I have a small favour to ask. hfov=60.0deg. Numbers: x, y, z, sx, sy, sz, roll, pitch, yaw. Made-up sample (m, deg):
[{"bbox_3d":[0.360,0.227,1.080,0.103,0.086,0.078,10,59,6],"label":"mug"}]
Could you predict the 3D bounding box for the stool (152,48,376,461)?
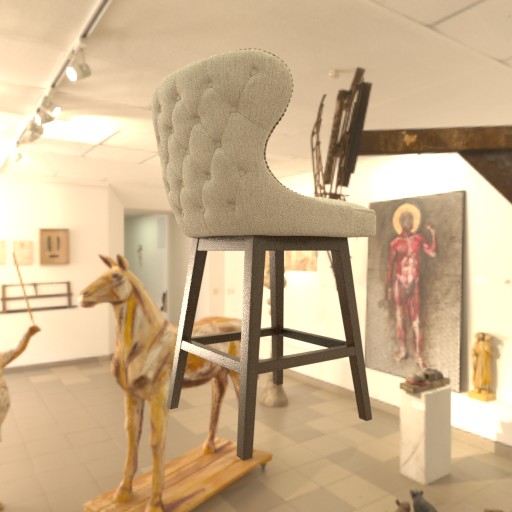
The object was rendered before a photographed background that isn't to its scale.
[{"bbox_3d":[0.000,0.000,1.346,0.597,0.972,0.615,0,1,-35],"label":"stool"}]
